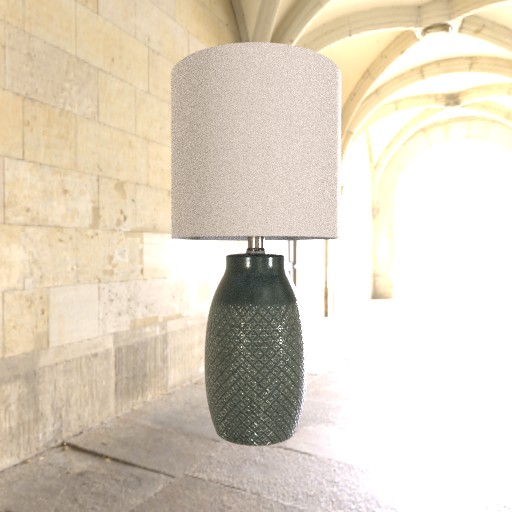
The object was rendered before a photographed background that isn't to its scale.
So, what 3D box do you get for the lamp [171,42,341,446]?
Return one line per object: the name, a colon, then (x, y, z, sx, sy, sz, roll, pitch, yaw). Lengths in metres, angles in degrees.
lamp: (0.000, 0.000, 0.577, 0.217, 0.453, 0.217, 0, 1, -17)
